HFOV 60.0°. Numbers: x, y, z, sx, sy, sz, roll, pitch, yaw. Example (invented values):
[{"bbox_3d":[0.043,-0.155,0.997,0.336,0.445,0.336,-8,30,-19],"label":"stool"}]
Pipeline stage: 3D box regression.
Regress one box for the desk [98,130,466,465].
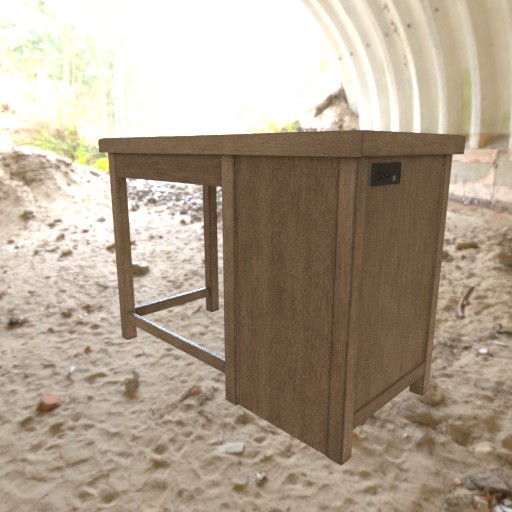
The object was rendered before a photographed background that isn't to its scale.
[{"bbox_3d":[0.000,0.000,1.756,1.289,0.912,0.610,13,19,43],"label":"desk"}]
